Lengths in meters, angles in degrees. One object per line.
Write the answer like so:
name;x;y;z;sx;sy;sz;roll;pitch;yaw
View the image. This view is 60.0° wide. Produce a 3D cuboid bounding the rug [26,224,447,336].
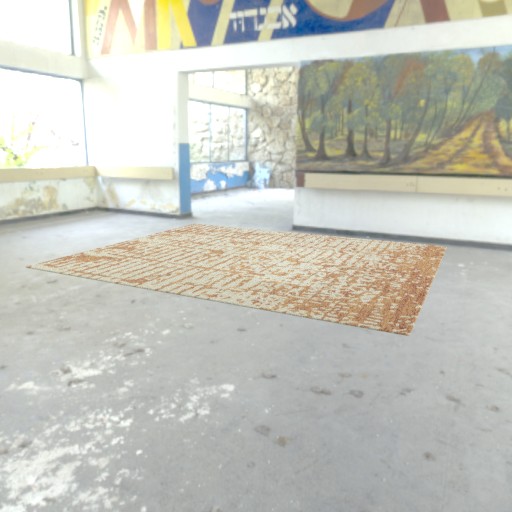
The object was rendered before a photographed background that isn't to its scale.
rug;0.000;0.000;4.054;3.050;0.011;2.441;7;15;26
